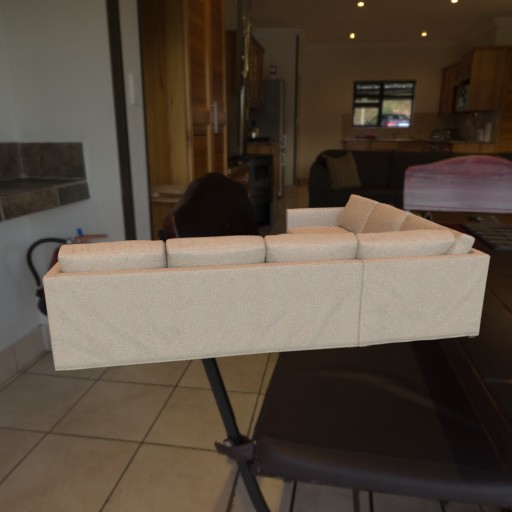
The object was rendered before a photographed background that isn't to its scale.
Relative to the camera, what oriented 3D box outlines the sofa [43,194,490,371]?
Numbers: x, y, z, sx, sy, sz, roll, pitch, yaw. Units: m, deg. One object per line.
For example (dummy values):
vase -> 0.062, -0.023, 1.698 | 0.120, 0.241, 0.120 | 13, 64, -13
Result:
sofa -> 0.000, 0.000, 4.272 | 3.182, 0.871, 2.432 | -3, 15, -9
